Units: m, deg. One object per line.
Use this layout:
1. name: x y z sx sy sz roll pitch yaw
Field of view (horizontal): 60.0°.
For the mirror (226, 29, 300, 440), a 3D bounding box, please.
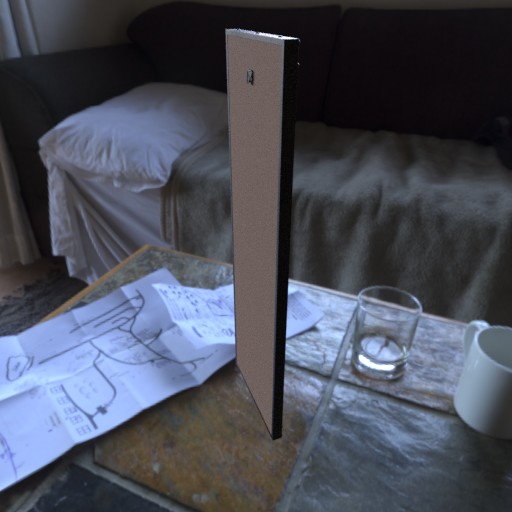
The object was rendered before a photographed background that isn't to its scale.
1. mirror: 0.000 0.000 1.196 0.042 1.080 0.354 -11 31 -18
